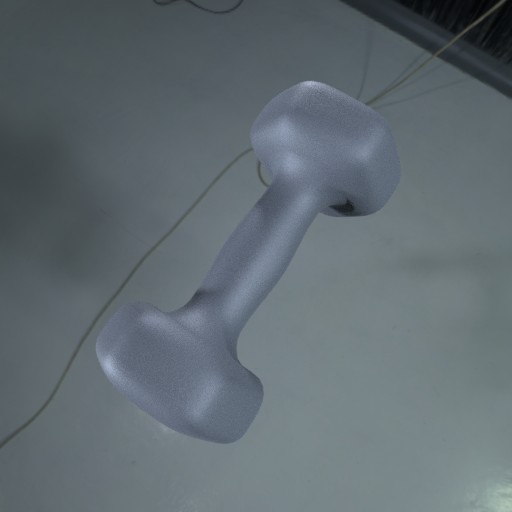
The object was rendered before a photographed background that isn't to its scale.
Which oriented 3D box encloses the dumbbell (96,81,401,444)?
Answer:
[{"bbox_3d":[0.000,0.000,0.306,0.116,0.105,0.240,33,78,8],"label":"dumbbell"}]
